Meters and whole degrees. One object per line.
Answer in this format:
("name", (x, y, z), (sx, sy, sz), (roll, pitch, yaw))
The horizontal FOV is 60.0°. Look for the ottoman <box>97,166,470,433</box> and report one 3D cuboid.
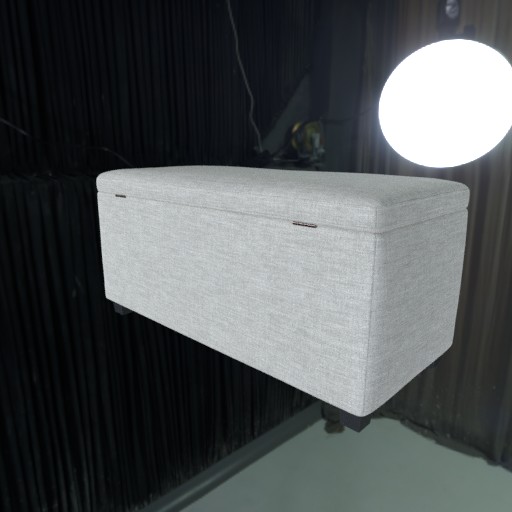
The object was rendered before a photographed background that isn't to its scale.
("ottoman", (0.000, 0.000, 1.135), (0.902, 0.432, 0.419), (13, 19, 42))
